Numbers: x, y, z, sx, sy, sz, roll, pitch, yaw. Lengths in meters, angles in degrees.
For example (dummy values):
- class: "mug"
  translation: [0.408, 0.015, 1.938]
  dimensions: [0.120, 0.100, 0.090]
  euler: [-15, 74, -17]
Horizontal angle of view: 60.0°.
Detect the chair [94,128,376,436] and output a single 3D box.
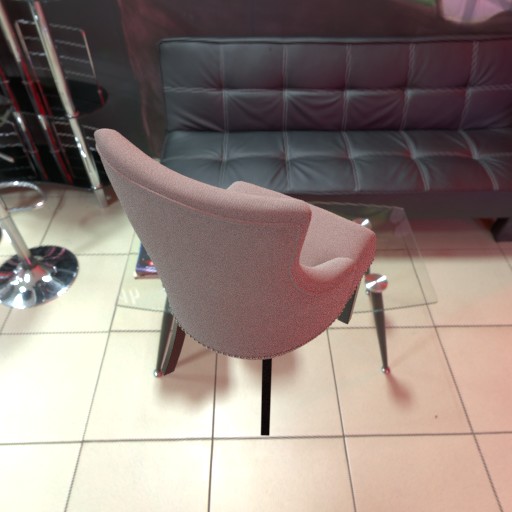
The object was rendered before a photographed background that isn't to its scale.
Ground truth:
- class: "chair"
  translation: [0.000, 0.000, 1.301]
  dimensions: [0.566, 0.909, 0.629]
  euler: [24, 51, 21]
